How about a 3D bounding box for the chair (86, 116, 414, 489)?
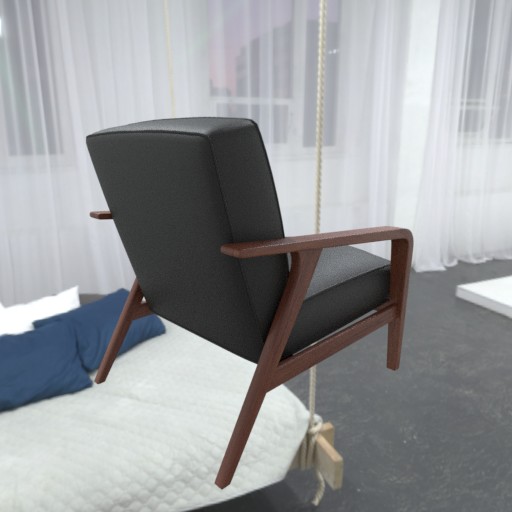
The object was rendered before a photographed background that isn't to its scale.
[{"bbox_3d":[0.000,0.000,1.478,0.889,0.861,0.719,-14,20,-42],"label":"chair"}]
